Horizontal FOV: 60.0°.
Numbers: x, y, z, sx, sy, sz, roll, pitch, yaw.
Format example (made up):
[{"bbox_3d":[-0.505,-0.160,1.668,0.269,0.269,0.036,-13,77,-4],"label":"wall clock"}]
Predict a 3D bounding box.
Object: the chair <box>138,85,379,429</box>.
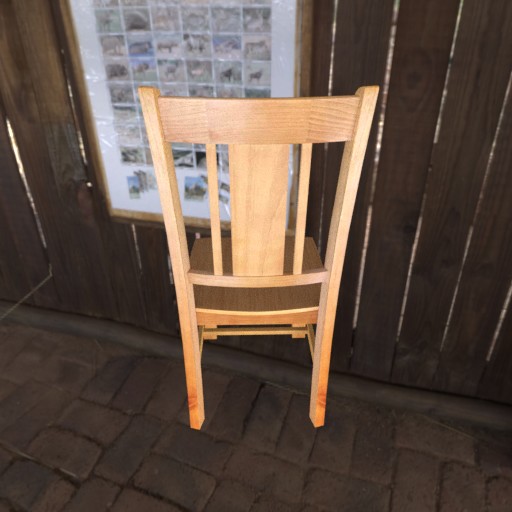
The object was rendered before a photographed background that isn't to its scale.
[{"bbox_3d":[0.000,0.000,1.286,0.450,0.998,0.556,-1,29,-1],"label":"chair"}]
